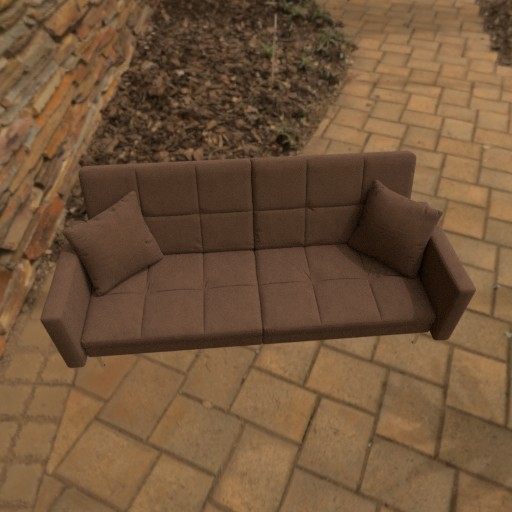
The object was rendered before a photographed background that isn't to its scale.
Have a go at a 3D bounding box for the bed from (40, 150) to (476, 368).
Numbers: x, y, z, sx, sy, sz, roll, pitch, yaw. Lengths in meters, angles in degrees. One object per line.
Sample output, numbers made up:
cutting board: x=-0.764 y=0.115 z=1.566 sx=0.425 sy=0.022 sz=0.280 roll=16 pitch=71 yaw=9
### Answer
bed: x=0.000 y=0.000 z=2.322 sx=1.905 sy=0.787 sz=0.889 roll=-4 pitch=46 yaw=-3
